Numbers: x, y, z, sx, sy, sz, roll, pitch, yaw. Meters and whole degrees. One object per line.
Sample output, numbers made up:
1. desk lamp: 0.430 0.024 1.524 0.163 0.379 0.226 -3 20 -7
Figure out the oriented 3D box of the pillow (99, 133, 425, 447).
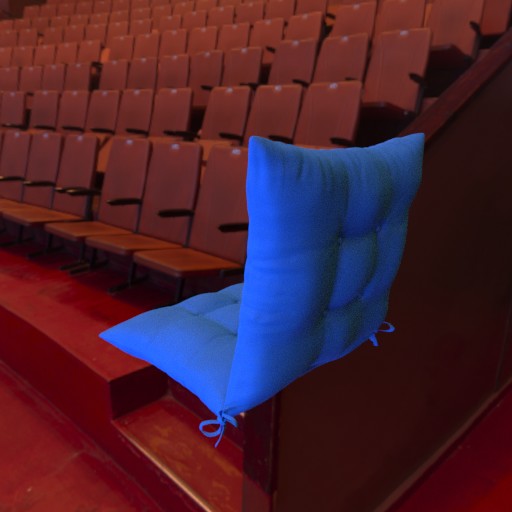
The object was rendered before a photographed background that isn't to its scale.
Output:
1. pillow: 0.000 0.000 0.991 0.541 0.536 0.585 -16 23 -42
